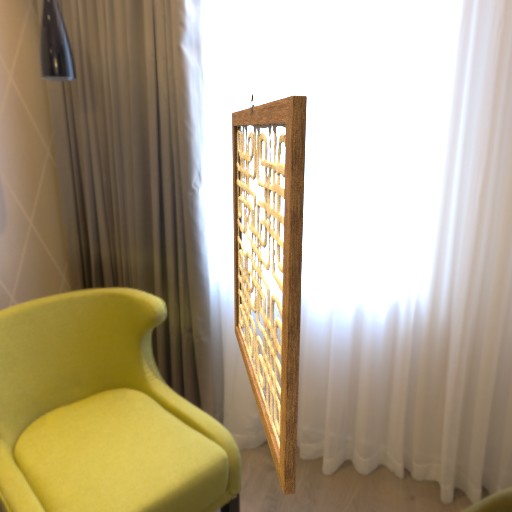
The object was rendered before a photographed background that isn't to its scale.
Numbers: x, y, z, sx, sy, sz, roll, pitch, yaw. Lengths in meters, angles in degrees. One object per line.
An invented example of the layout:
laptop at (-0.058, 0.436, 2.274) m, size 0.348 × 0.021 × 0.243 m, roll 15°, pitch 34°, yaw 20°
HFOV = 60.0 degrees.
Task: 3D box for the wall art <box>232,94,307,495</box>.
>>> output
wall art at (0.000, 0.000, 0.846) m, size 0.021 × 0.582 × 0.561 m, roll -3°, pitch 16°, yaw -10°
